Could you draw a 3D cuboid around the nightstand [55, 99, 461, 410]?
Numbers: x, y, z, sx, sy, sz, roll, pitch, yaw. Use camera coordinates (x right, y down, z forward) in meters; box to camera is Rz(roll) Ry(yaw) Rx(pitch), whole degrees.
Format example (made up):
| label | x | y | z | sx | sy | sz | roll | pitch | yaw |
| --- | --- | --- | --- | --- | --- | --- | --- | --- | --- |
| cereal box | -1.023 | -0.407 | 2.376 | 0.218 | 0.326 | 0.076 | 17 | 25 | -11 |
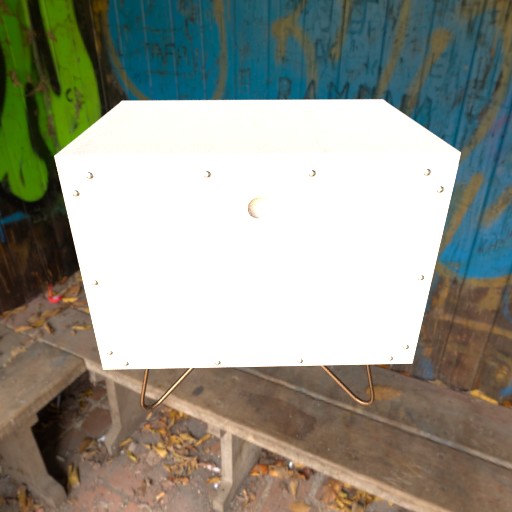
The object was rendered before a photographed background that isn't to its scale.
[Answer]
| label | x | y | z | sx | sy | sz | roll | pitch | yaw |
| --- | --- | --- | --- | --- | --- | --- | --- | --- | --- |
| nightstand | 0.000 | 0.000 | 1.009 | 0.614 | 0.604 | 0.447 | -1 | 30 | -1 |
